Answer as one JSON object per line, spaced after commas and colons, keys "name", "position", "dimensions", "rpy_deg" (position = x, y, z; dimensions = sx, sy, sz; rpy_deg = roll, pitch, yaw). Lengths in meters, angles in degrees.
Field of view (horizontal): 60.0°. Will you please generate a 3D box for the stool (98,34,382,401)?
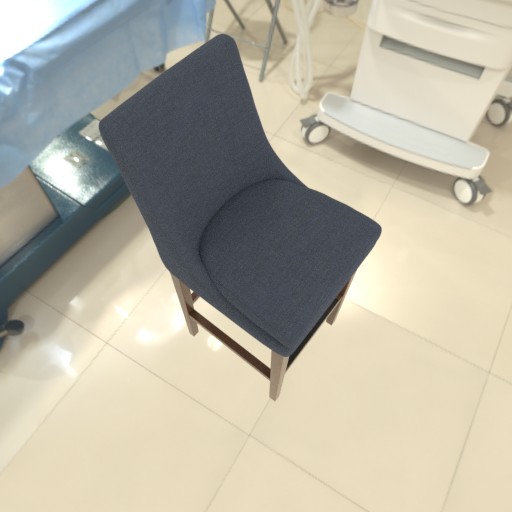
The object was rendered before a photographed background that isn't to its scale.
{"name": "stool", "position": [0.000, 0.000, 1.380], "dimensions": [0.577, 1.078, 0.470], "rpy_deg": [34, 65, 18]}
